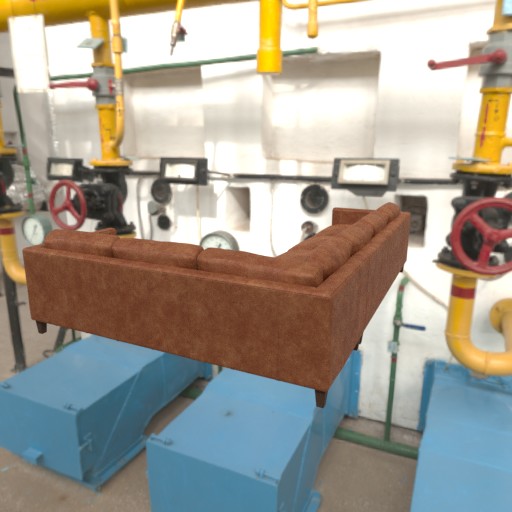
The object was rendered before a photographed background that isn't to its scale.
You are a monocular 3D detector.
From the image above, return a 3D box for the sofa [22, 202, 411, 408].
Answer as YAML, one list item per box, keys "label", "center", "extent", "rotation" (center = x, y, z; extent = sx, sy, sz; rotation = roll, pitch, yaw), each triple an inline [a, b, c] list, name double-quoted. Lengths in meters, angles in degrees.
- label: "sofa"
  center: [0.000, 0.000, 4.271]
  extent: [2.438, 0.838, 3.167]
  rotation: [7, 16, 25]
